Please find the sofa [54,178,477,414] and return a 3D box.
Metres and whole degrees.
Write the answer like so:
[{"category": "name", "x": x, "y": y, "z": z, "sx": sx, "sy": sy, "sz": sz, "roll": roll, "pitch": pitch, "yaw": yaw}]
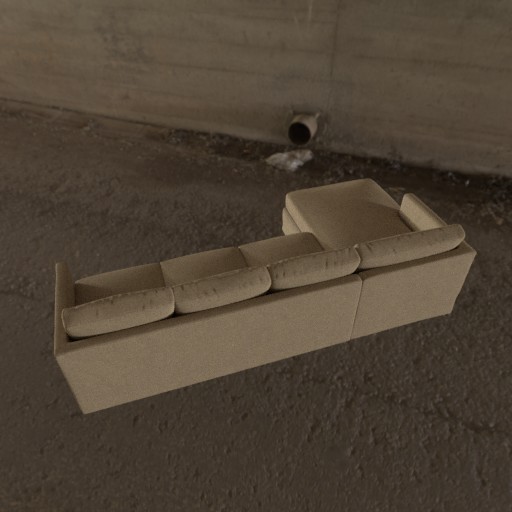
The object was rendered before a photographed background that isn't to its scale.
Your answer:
[{"category": "sofa", "x": 0.000, "y": 0.000, "z": 3.887, "sx": 3.198, "sy": 0.920, "sz": 1.638, "roll": -12, "pitch": 43, "yaw": -14}]
